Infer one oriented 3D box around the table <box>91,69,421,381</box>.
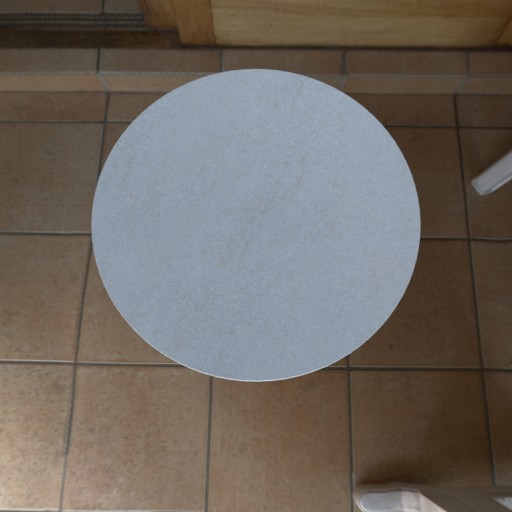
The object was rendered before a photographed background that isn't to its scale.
[{"bbox_3d":[0.000,0.000,0.948,0.500,0.564,0.500,0,76,0],"label":"table"}]
